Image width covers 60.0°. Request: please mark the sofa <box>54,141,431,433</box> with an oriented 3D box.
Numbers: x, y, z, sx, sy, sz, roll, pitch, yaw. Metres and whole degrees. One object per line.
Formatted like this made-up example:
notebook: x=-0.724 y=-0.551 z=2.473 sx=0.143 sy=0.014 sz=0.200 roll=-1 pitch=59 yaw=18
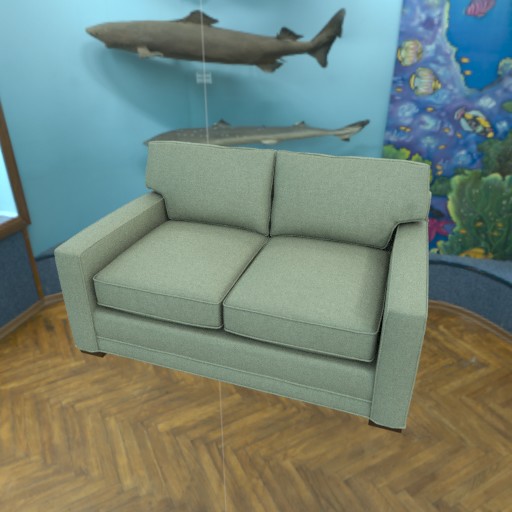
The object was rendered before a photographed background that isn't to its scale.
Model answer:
sofa: x=0.000 y=0.000 z=2.066 sx=1.484 sy=0.853 sz=0.940 roll=9 pitch=29 yaw=17
